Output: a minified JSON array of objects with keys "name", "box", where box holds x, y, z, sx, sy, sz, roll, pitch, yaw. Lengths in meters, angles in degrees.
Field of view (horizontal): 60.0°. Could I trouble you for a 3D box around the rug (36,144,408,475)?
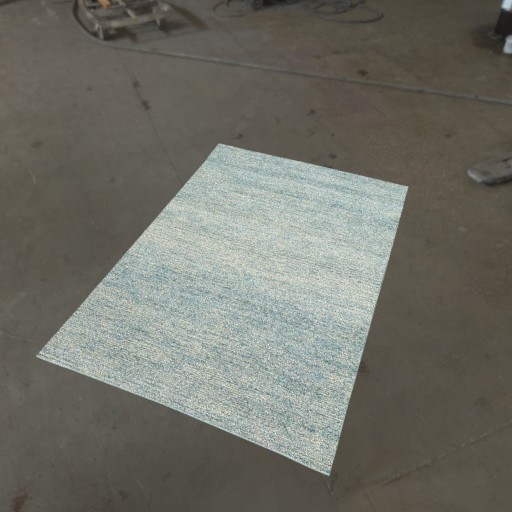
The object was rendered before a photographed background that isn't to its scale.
[{"name":"rug","box":[0.000,0.000,2.874,1.611,0.026,2.260,16,48,15]}]
